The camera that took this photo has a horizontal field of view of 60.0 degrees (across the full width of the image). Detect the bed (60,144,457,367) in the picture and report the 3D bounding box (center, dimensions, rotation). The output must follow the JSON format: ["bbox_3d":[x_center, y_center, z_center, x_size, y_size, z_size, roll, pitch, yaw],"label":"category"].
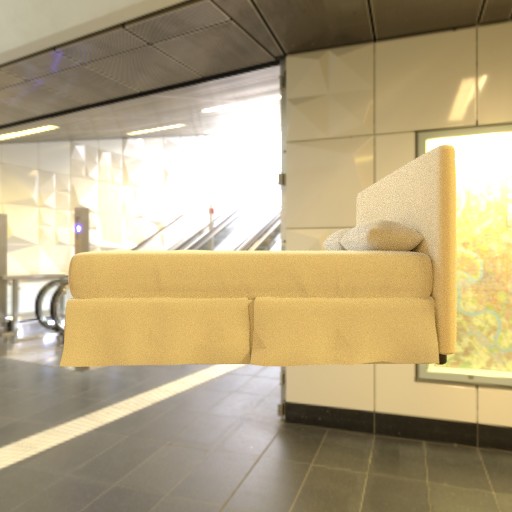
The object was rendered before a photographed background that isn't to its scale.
[{"bbox_3d":[0.000,0.000,3.577,2.341,1.317,2.119,0,0,-1],"label":"bed"}]
